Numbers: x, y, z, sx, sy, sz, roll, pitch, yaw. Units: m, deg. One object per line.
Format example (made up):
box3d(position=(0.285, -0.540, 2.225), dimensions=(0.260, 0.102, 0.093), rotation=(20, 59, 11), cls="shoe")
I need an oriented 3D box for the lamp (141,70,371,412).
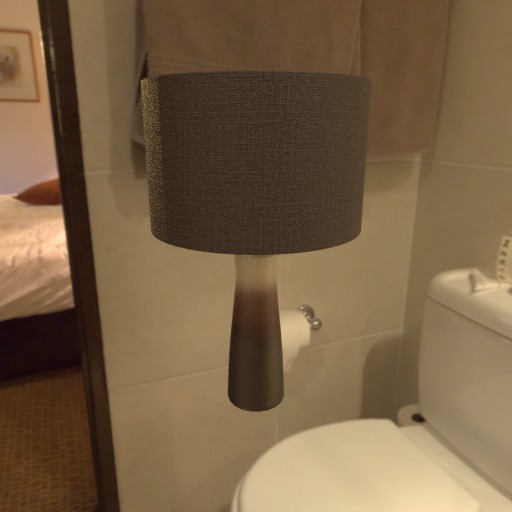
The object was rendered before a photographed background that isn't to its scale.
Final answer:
box3d(position=(0.000, 0.000, 0.669), dimensions=(0.303, 0.488, 0.303), rotation=(0, 17, 0), cls="lamp")
